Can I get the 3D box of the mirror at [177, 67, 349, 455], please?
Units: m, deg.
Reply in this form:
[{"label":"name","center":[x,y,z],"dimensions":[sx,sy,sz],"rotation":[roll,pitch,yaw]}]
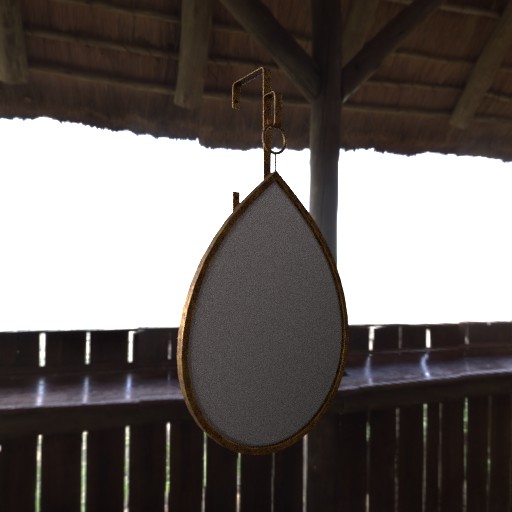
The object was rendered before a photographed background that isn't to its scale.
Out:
[{"label":"mirror","center":[0.000,0.000,0.899],"dimensions":[0.405,0.744,0.144],"rotation":[1,-1,-37]}]
